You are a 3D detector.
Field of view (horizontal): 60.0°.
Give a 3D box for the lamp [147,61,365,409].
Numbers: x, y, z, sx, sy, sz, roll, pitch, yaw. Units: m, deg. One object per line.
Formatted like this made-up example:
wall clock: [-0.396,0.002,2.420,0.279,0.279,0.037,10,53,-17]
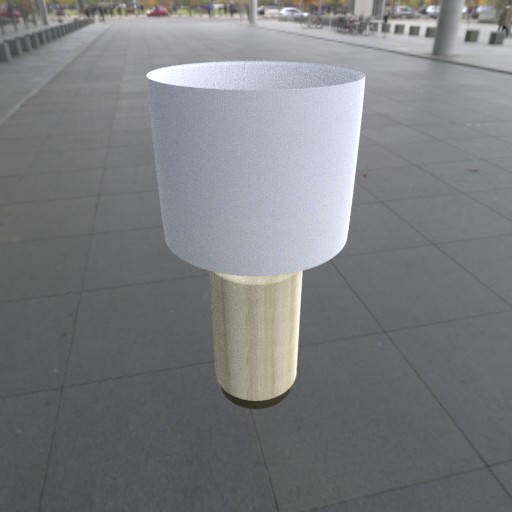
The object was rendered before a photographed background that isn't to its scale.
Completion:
lamp: [0.000,0.000,0.576,0.228,0.444,0.228,1,29,1]
